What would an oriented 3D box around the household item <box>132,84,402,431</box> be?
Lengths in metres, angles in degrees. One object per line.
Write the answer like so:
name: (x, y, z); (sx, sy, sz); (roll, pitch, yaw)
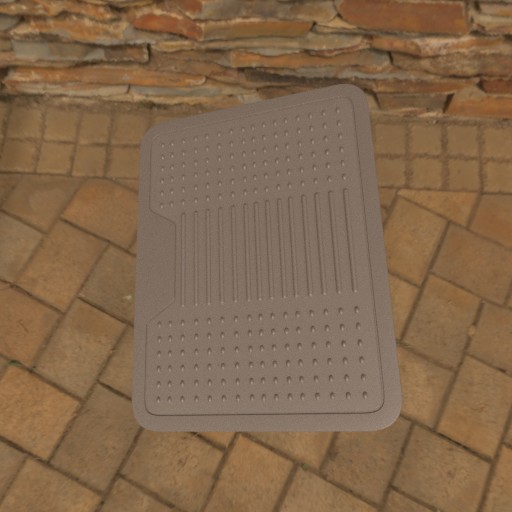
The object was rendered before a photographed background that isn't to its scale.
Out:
household item: (0.000, 0.000, 0.531); (0.301, 0.126, 0.390); (-2, 75, -1)
